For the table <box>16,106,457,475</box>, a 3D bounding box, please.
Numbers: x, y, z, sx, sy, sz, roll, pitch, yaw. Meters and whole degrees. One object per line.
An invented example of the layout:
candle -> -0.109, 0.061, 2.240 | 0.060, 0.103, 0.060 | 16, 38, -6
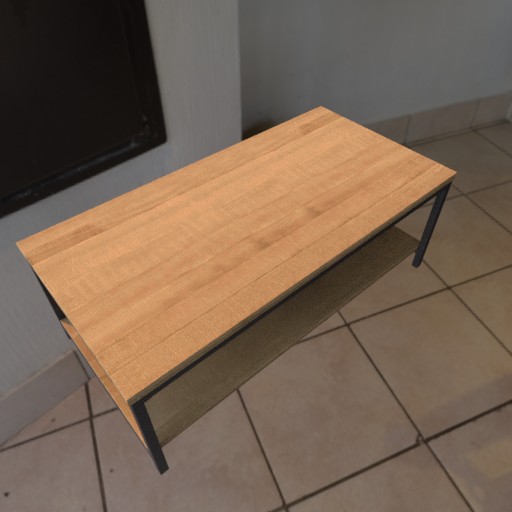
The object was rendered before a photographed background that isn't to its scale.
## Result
table -> 0.000, 0.000, 1.347 | 1.100, 0.399, 0.551 | -32, 53, -27
